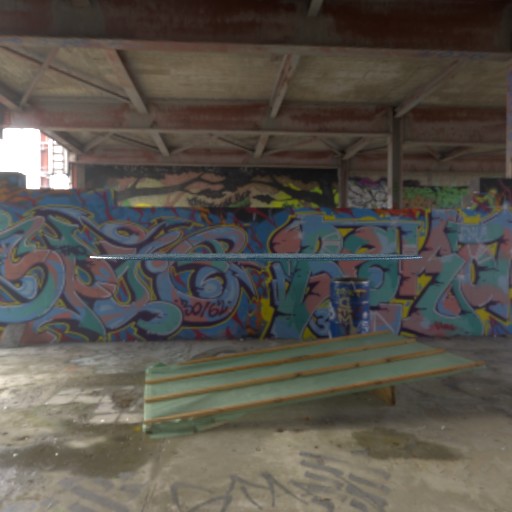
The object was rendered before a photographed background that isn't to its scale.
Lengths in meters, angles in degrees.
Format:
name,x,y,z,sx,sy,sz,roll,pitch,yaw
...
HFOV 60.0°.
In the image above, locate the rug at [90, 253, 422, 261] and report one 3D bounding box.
name,x,y,z,sx,sy,sz,roll,pitch,yaw
rug,0.000,0.000,2.271,1.593,0.012,1.593,0,1,0
